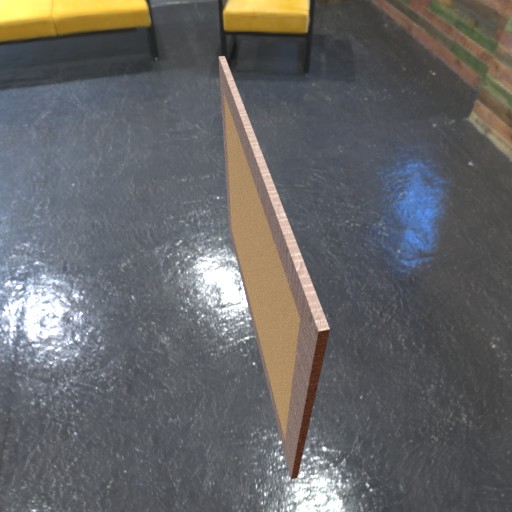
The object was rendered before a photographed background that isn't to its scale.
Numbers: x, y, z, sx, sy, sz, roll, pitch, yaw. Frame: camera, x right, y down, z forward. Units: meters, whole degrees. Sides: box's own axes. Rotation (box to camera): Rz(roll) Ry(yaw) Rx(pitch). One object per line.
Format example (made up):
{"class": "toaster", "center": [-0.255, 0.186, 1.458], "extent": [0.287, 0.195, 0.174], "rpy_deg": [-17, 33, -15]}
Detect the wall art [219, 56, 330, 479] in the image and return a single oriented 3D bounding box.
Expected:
{"class": "wall art", "center": [0.000, 0.000, 1.340], "extent": [0.020, 0.761, 1.056], "rpy_deg": [-9, 48, -8]}
